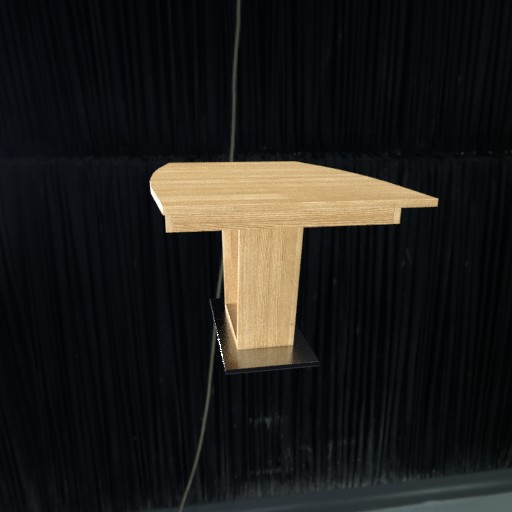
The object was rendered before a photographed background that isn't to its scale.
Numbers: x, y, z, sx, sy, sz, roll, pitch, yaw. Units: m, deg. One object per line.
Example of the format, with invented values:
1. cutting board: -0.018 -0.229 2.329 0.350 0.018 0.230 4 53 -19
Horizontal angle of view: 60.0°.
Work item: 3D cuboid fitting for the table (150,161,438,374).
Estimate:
1. table: 0.000 0.000 2.059 0.900 0.748 1.598 -3 16 -10
